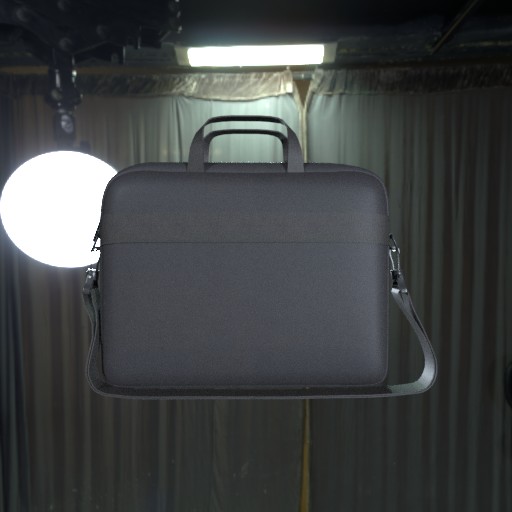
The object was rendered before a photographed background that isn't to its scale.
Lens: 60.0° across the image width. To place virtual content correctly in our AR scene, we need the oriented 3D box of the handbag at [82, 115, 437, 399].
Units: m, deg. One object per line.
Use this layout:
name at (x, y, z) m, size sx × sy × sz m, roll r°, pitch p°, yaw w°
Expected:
handbag at (0.000, 0.000, 0.572) m, size 0.429 × 0.330 × 0.126 m, roll 0°, pitch 2°, yaw -1°
